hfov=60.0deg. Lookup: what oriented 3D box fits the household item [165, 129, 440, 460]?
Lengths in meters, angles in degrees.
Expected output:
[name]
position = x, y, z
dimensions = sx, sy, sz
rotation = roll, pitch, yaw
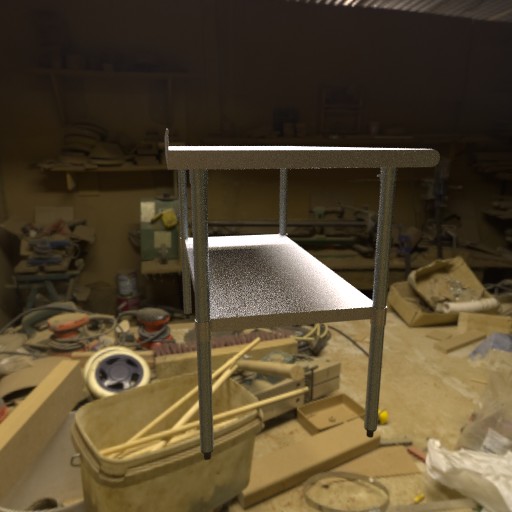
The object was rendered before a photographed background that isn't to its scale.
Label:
[household item]
position = 0.000, 0.000, 1.619
dimensions = 0.610, 0.851, 1.219
rotation = -3, 14, -11
